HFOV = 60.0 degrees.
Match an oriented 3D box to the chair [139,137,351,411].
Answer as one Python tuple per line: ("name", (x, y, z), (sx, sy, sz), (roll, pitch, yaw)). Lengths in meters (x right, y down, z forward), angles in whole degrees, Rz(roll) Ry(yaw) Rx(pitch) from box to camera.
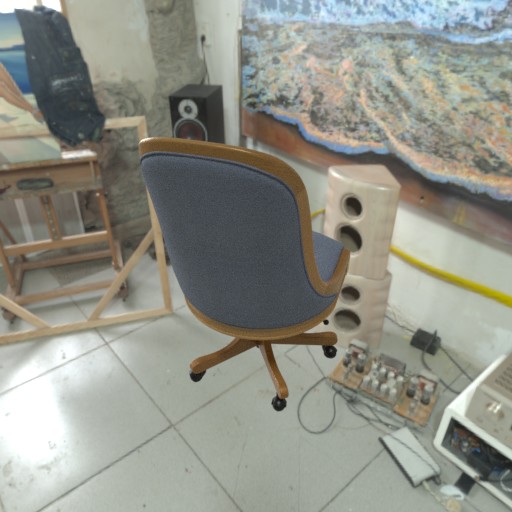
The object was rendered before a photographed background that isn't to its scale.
("chair", (0.000, 0.000, 1.525), (0.605, 1.031, 0.735), (11, 35, 17))
